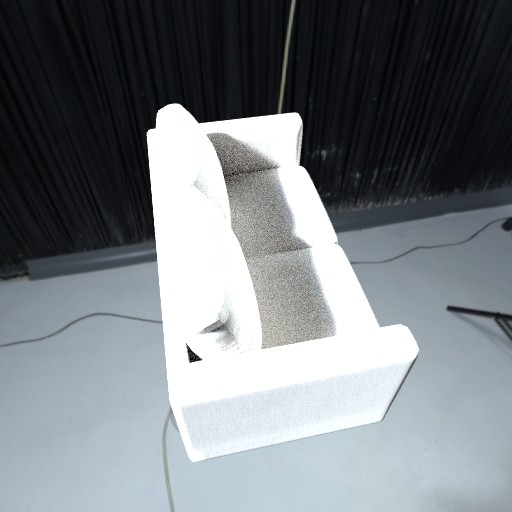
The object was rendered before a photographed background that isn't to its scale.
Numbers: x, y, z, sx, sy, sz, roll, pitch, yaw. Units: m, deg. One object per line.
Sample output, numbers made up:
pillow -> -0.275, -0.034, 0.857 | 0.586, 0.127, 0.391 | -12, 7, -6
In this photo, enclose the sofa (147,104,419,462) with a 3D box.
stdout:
sofa -> 0.000, 0.000, 1.940 | 0.796, 0.908, 1.430 | -9, 49, -8
